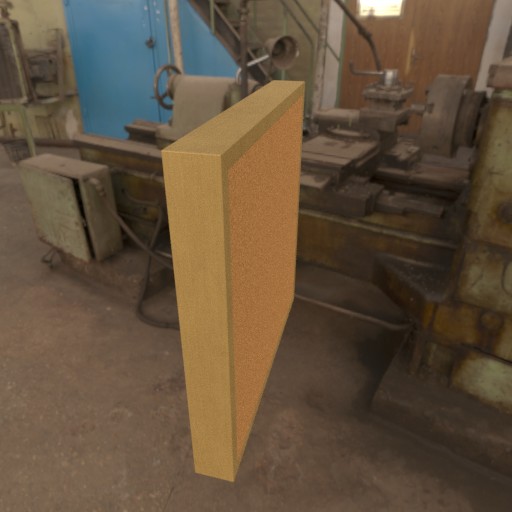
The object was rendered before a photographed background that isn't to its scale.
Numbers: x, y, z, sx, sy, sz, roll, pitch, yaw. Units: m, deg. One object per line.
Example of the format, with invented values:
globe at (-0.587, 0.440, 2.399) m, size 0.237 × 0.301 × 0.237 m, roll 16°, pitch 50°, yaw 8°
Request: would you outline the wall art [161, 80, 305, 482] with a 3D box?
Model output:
wall art at (0.000, 0.000, 0.464) m, size 0.038 × 0.305 × 0.305 m, roll 7°, pitch 30°, yaw 13°
